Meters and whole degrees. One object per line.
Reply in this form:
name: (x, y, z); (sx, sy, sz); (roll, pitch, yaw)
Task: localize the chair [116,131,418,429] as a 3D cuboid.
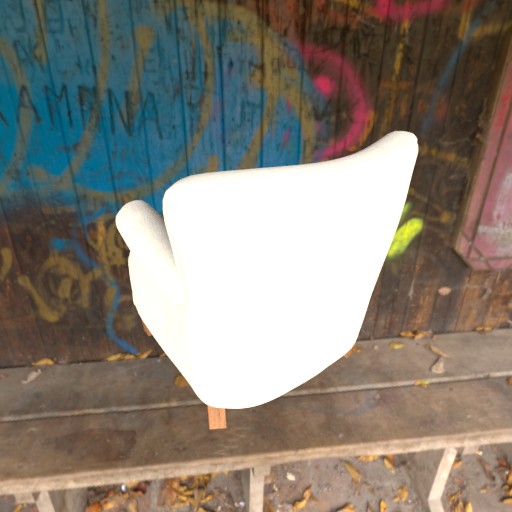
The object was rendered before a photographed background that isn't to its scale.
chair: (0.000, 0.000, 1.630); (0.861, 0.936, 0.921); (-19, 35, -30)
